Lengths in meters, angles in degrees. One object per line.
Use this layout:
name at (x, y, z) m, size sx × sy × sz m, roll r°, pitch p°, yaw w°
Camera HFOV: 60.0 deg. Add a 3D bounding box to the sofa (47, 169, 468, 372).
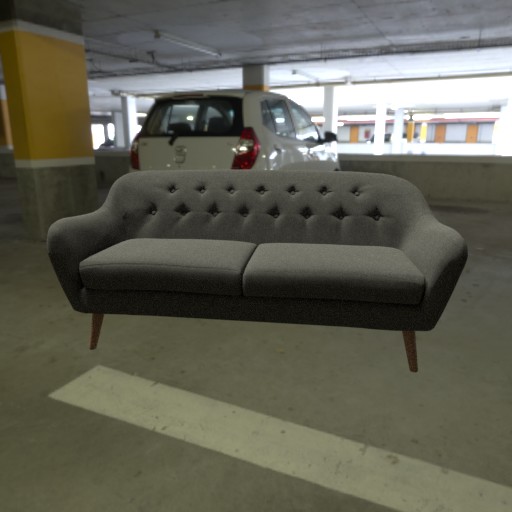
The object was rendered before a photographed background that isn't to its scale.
sofa at (0.000, 0.000, 2.269) m, size 1.840 × 0.820 × 0.820 m, roll 2°, pitch 15°, yaw 8°
